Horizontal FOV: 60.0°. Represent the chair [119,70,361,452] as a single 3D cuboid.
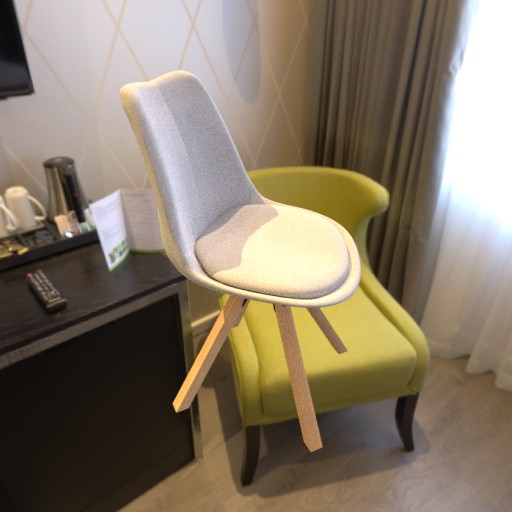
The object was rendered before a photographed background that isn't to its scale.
[{"bbox_3d":[0.000,0.000,1.176,0.549,0.863,0.474,11,32,17],"label":"chair"}]
